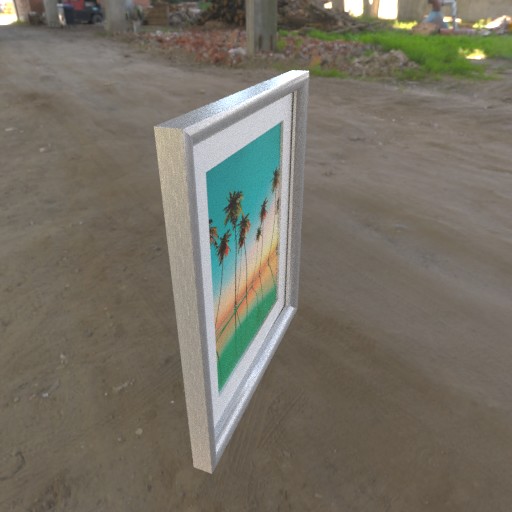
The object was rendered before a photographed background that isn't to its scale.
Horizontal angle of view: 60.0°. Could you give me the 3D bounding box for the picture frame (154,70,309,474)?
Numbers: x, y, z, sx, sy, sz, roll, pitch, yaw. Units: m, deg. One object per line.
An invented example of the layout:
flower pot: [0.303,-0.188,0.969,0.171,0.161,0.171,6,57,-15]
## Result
picture frame: [0.000,0.000,0.535,0.027,0.378,0.327,11,31,18]
